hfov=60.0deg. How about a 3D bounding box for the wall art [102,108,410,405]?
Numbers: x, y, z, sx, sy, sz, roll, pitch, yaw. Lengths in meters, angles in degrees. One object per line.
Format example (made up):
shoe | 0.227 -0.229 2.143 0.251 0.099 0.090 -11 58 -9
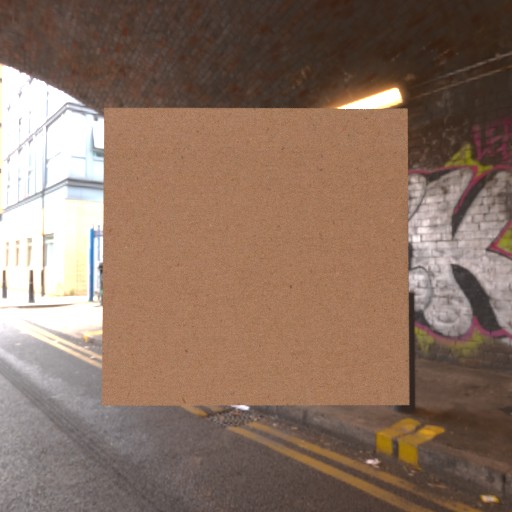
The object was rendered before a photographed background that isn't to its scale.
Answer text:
wall art | 0.000 0.000 0.489 0.327 0.318 0.029 0 -1 0
